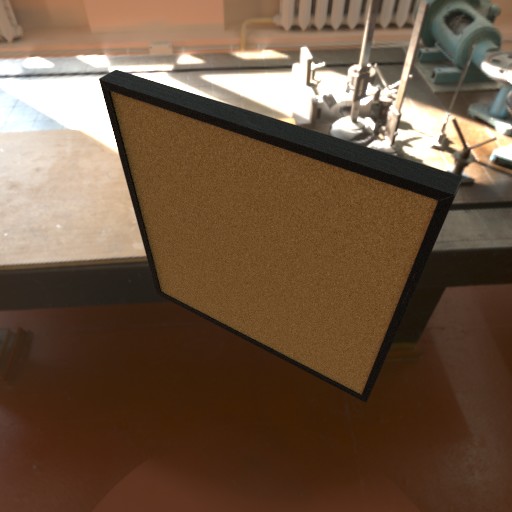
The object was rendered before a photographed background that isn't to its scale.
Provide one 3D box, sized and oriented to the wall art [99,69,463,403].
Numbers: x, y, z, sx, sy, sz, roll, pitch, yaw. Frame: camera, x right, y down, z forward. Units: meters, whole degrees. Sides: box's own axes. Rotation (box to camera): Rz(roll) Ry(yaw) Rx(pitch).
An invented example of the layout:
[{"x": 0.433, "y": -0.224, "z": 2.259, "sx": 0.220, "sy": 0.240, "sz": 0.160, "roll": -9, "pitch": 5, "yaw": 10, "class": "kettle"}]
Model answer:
[{"x": 0.000, "y": 0.000, "z": 0.747, "sx": 0.506, "sy": 0.506, "sz": 0.036, "roll": 24, "pitch": 52, "yaw": 20, "class": "wall art"}]
